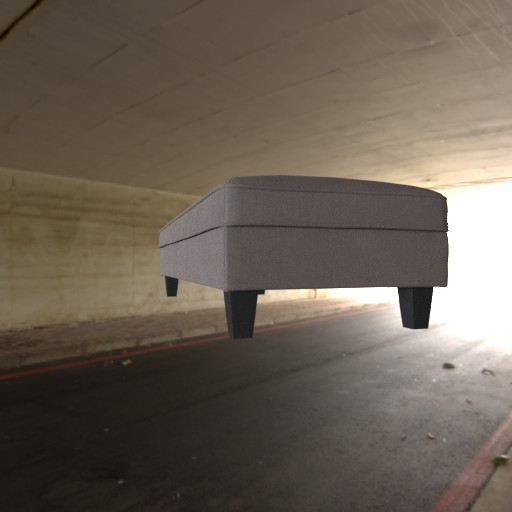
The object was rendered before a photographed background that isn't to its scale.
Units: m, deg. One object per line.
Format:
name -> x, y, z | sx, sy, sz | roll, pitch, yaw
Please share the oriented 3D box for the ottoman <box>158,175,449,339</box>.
ottoman -> 0.000, 0.000, 2.052 | 0.751, 0.470, 1.764 | 0, -1, -17
